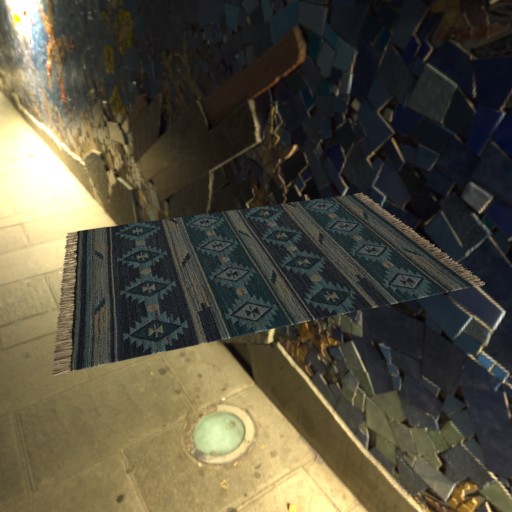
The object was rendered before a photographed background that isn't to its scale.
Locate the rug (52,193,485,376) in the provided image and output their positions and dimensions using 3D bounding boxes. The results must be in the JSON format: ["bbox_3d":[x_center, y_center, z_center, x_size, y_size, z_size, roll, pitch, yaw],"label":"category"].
[{"bbox_3d":[0.000,0.000,2.333,1.936,0.028,1.181,-9,32,-15],"label":"rug"}]
